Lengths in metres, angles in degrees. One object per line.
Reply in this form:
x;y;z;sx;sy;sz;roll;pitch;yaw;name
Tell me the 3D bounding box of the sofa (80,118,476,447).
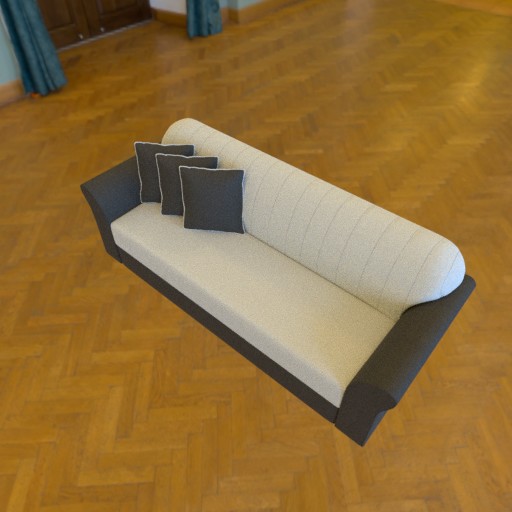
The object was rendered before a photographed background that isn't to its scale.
0.000;0.000;2.406;2.001;0.787;0.755;32;54;27;sofa
